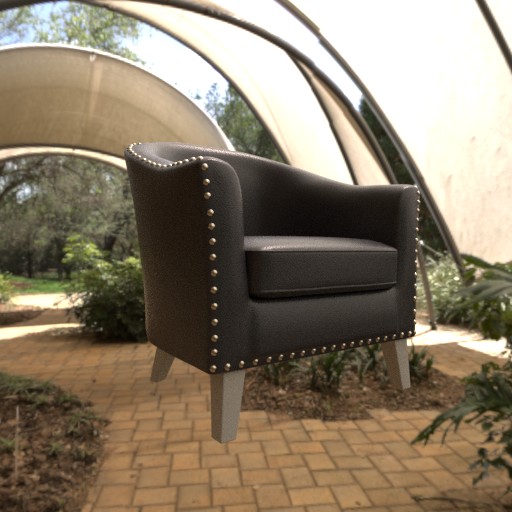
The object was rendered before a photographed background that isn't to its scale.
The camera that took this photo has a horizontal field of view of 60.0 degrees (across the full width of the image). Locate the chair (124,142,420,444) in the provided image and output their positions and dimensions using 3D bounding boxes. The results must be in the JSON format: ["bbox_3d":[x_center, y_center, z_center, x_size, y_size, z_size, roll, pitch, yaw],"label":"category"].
[{"bbox_3d":[0.000,0.000,1.440,0.794,0.823,0.748,-1,1,-36],"label":"chair"}]
